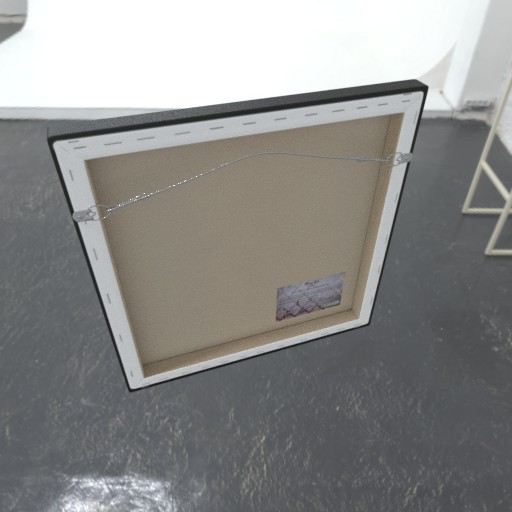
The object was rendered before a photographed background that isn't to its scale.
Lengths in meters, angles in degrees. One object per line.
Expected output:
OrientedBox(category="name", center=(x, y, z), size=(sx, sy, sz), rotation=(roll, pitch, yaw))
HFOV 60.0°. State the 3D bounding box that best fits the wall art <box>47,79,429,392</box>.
OrientedBox(category="wall art", center=(0.000, 0.000, 0.880), size=(0.610, 0.611, 0.043), rotation=(-12, 42, -14))
